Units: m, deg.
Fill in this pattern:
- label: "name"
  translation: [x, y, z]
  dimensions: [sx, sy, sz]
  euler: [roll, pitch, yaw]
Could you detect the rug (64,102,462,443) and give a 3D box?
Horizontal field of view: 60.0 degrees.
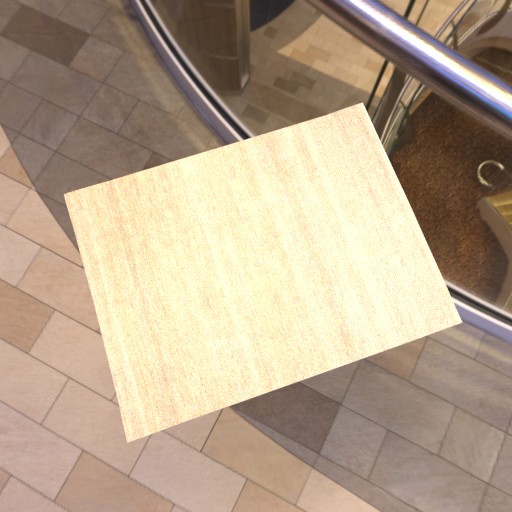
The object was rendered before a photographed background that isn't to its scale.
- label: "rug"
  translation: [0.000, 0.000, 4.283]
  dimensions: [3.245, 0.046, 2.467]
  euler: [-18, 76, -5]
